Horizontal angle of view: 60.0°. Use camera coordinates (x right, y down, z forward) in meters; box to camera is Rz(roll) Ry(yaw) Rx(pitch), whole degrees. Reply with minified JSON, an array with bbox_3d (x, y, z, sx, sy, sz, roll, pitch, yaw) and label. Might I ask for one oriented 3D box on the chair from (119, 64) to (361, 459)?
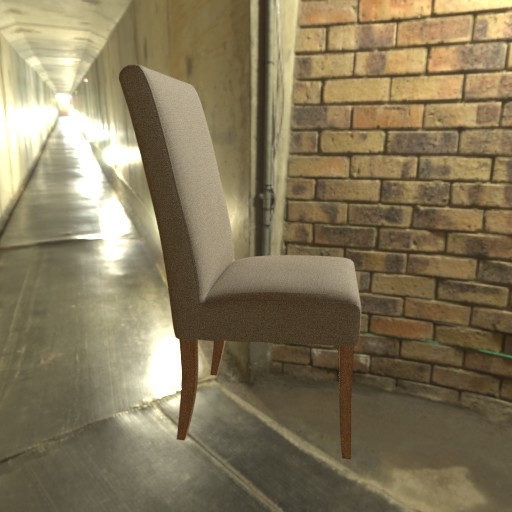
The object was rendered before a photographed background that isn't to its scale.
[{"bbox_3d":[0.000,0.000,1.342,0.611,1.033,0.450,2,15,9],"label":"chair"}]
